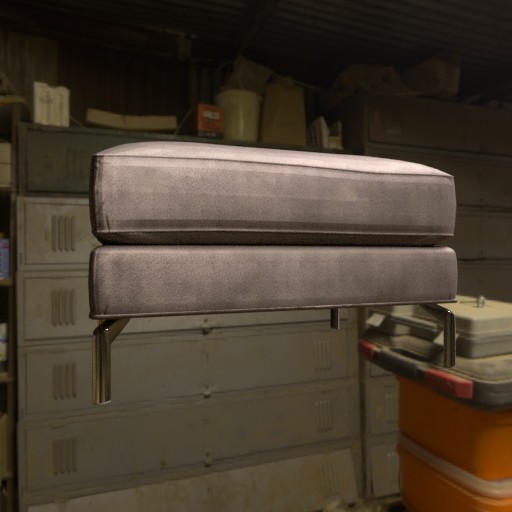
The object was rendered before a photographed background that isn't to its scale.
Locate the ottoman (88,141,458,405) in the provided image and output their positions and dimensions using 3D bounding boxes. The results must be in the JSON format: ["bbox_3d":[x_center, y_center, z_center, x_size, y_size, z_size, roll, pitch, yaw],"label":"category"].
[{"bbox_3d":[0.000,0.000,1.035,0.719,0.456,0.520,0,1,-19],"label":"ottoman"}]
